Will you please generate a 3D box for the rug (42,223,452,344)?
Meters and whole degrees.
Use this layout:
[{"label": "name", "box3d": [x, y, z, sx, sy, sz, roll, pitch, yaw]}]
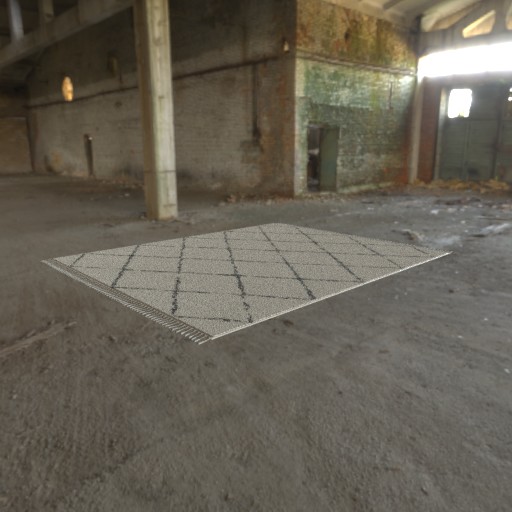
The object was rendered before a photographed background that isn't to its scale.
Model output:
[{"label": "rug", "box3d": [0.000, 0.000, 4.131, 3.051, 0.013, 2.380, -13, 18, -42]}]
